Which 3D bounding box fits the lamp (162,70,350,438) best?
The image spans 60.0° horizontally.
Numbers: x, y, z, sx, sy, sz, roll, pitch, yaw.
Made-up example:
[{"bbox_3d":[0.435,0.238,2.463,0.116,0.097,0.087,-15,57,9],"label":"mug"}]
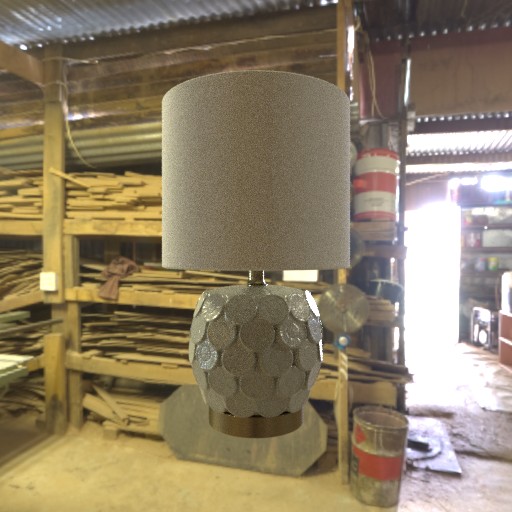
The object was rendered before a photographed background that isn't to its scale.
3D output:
[{"bbox_3d":[0.000,0.000,0.613,0.254,0.452,0.254,0,0,0],"label":"lamp"}]
